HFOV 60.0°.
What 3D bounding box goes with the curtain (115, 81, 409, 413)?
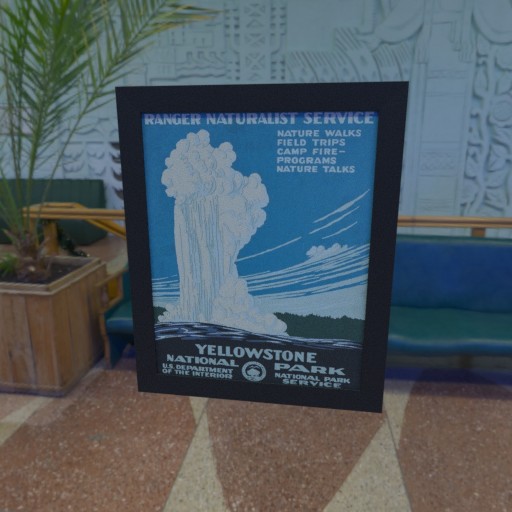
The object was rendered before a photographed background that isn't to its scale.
[{"bbox_3d":[0.000,0.000,0.807,0.483,0.585,0.027,2,15,9],"label":"curtain"}]
